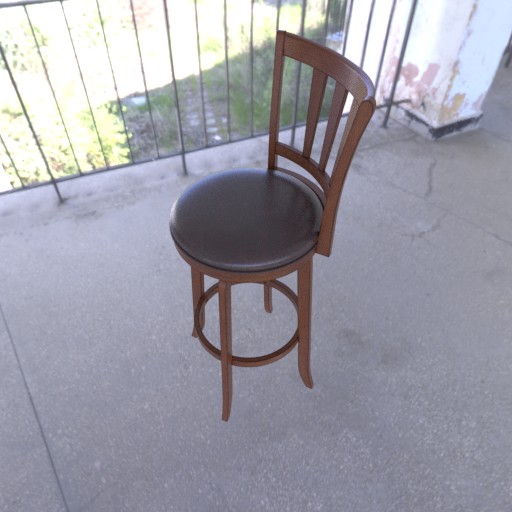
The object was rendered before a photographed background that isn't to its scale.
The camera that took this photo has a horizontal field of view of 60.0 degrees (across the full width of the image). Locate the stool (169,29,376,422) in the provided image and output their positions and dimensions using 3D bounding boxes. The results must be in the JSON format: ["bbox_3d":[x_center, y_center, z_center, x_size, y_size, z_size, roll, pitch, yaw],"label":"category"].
[{"bbox_3d":[0.000,0.000,1.409,0.503,1.177,0.464,-16,47,-15],"label":"stool"}]
